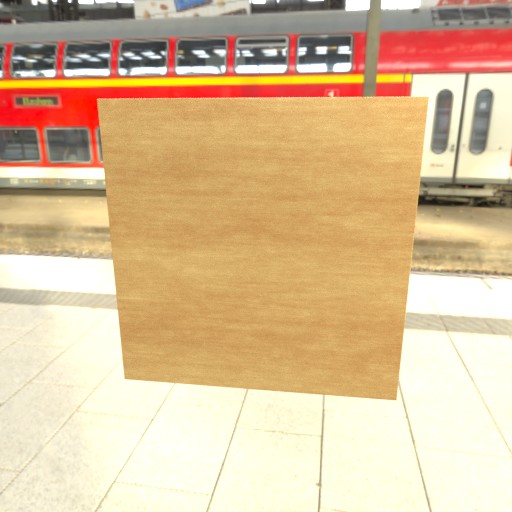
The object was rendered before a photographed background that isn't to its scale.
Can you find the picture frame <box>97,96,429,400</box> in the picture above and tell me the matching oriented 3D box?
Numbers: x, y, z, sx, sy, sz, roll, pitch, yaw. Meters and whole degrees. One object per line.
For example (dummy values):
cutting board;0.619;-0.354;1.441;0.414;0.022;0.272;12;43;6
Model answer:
picture frame;0.000;0.000;1.132;0.758;0.761;0.037;2;17;7
